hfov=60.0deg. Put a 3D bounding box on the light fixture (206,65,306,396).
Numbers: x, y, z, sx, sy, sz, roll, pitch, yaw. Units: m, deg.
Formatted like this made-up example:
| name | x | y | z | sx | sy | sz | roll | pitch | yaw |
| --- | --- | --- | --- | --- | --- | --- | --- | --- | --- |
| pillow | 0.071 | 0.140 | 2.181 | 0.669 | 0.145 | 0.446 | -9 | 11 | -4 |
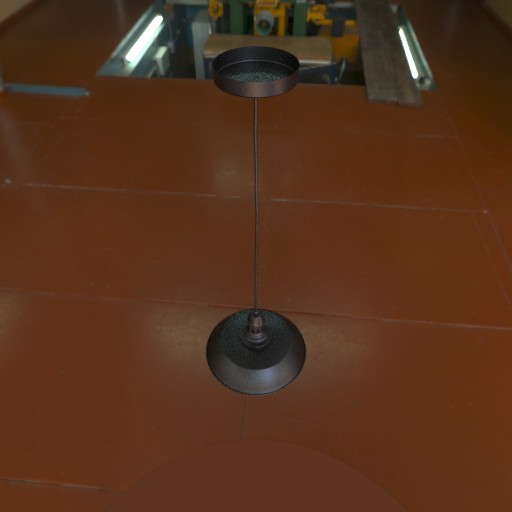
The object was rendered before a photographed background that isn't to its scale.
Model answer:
| name | x | y | z | sx | sy | sz | roll | pitch | yaw |
| --- | --- | --- | --- | --- | --- | --- | --- | --- | --- |
| light fixture | 0.000 | 0.000 | 1.151 | 0.331 | 0.993 | 0.331 | 31 | 53 | 26 |
